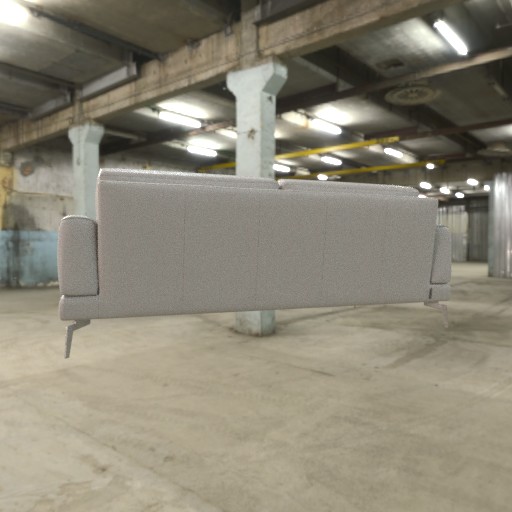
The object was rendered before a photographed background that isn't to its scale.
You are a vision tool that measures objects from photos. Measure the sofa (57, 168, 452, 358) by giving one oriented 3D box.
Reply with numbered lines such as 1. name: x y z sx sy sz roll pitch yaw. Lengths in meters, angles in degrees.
1. sofa: 0.000 0.000 2.411 1.940 0.765 0.974 0 1 -21
